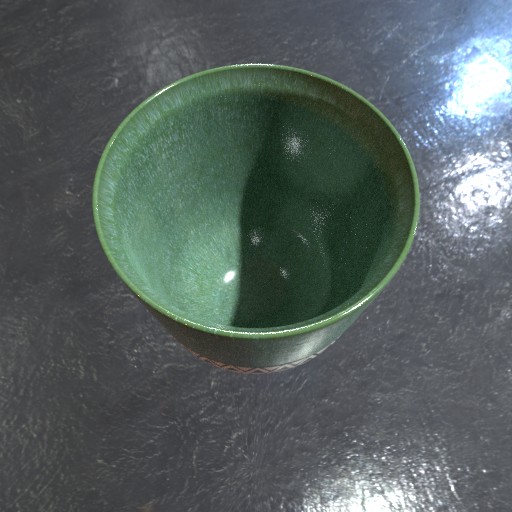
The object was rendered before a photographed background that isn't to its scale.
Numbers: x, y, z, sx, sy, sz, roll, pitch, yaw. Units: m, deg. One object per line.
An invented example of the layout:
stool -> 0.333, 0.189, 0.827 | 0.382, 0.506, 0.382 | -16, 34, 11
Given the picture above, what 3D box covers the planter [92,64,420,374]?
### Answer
planter -> 0.000, 0.000, 0.362 | 0.195, 0.214, 0.195 | 0, 64, 0
